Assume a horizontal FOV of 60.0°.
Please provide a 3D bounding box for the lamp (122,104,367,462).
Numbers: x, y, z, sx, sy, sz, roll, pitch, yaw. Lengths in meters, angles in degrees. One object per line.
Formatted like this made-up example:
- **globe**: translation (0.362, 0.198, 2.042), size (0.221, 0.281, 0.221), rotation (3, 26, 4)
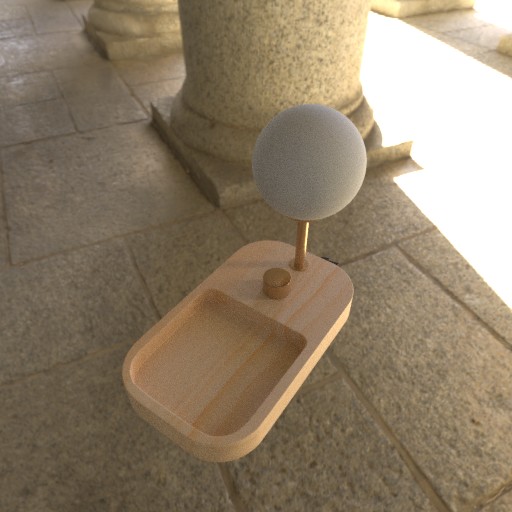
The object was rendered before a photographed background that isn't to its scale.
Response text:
- **lamp**: translation (0.000, 0.000, 0.473), size (0.173, 0.253, 0.331), rotation (25, 47, 25)
